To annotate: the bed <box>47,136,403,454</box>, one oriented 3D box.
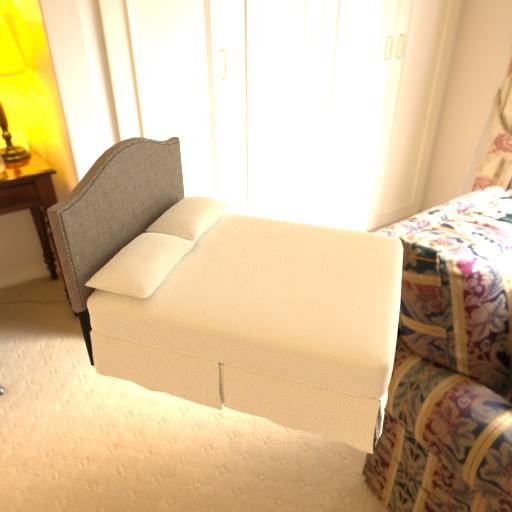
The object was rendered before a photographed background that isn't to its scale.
[{"bbox_3d":[0.000,0.000,3.299,2.153,1.518,1.713,10,32,16],"label":"bed"}]
